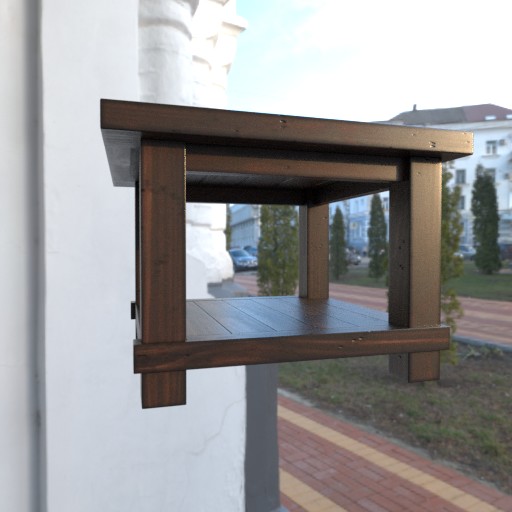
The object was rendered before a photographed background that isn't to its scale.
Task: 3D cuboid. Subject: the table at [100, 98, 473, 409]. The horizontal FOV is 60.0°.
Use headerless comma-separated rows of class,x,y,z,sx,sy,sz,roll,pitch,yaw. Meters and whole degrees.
table,0.000,0.000,0.964,0.606,0.437,0.593,0,1,-16
